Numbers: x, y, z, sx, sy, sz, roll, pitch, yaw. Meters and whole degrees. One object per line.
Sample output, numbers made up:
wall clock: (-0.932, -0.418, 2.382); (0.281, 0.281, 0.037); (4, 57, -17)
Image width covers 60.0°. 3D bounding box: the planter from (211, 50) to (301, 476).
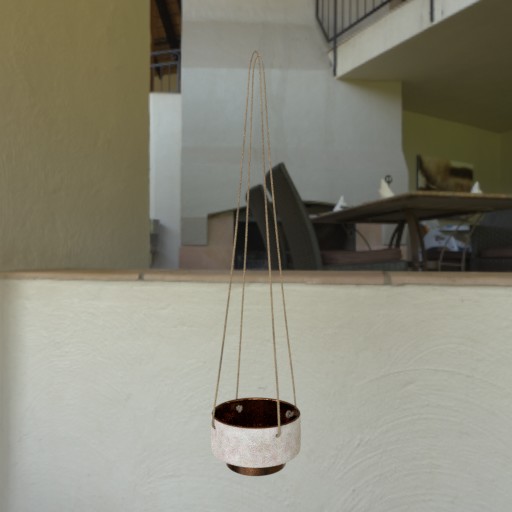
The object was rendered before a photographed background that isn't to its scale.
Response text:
planter: (0.000, 0.000, 1.114); (0.223, 1.030, 0.223); (0, 0, 18)
